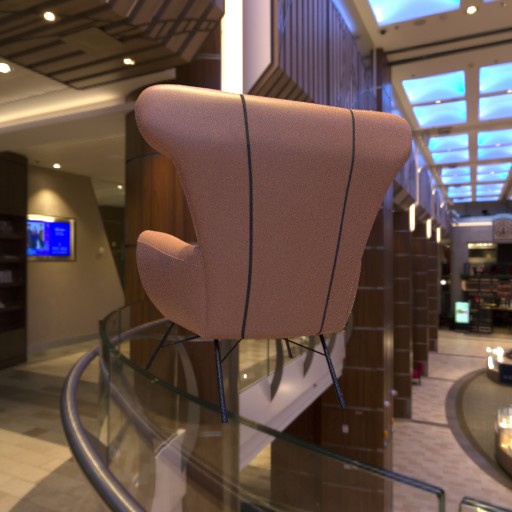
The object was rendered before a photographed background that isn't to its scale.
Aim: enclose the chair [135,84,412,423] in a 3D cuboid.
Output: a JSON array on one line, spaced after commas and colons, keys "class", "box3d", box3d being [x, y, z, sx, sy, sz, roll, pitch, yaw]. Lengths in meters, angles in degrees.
[{"class": "chair", "box3d": [0.000, 0.000, 1.771, 0.980, 1.050, 0.900, 0, 0, -20]}]
